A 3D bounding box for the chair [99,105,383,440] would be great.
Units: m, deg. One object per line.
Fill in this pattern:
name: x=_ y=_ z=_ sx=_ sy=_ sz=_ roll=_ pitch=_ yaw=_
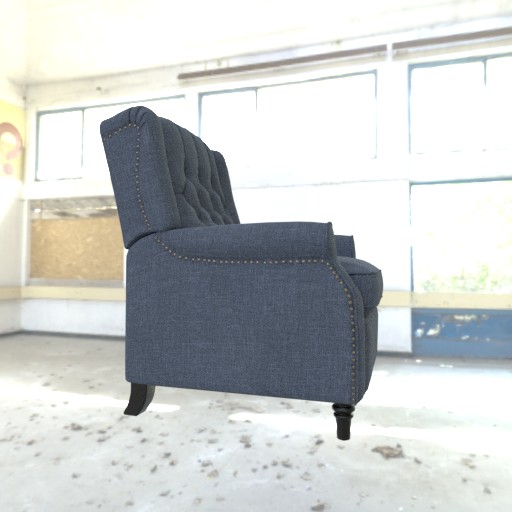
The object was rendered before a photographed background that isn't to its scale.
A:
chair: x=0.000 y=0.000 z=1.641 sx=0.898 sy=1.035 sz=0.742 roll=0 pitch=-1 yaw=18
